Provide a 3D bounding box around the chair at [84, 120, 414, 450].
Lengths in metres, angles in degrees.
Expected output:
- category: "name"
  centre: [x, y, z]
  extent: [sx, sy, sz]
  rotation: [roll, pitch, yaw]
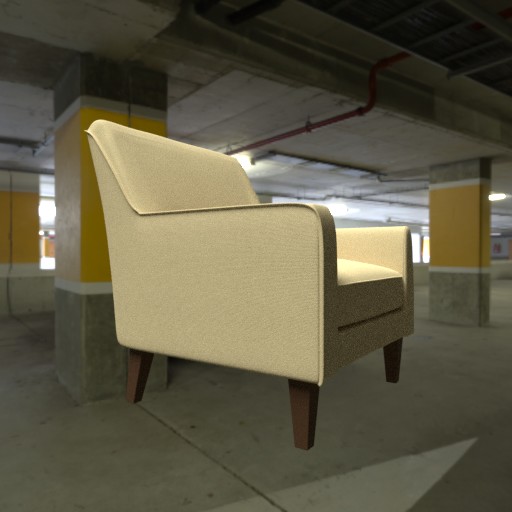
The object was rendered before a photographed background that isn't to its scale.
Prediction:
- category: "chair"
  centre: [0.000, 0.000, 1.558]
  extent: [0.899, 0.919, 0.780]
  rotation: [0, 0, 35]
